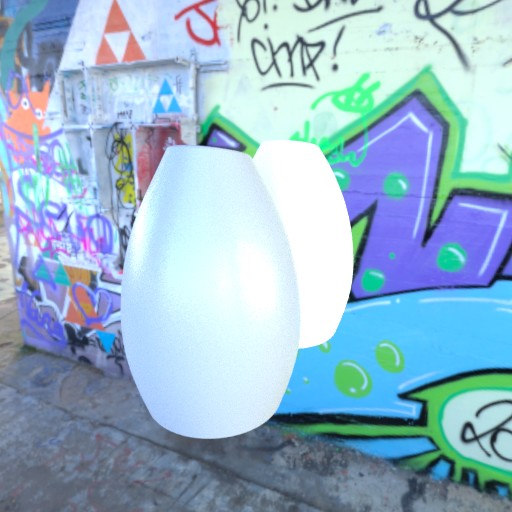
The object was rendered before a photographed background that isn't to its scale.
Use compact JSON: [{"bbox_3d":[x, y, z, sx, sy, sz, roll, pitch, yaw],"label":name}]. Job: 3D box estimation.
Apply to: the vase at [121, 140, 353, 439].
[{"bbox_3d":[0.000,0.000,0.262,0.089,0.131,0.187,8,18,26],"label":"vase"}]
